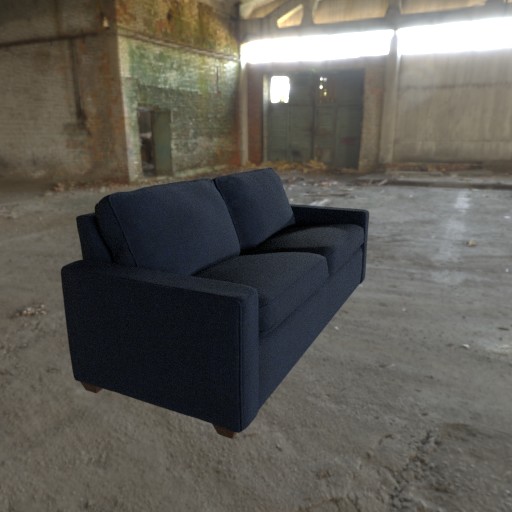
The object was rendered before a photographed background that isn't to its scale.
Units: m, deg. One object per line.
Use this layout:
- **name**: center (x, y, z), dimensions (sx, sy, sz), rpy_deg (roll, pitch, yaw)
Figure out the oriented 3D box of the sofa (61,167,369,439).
- **sofa**: center (0.000, 0.000, 2.641), dimensions (0.940, 0.919, 2.080), rpy_deg (7, 17, 25)
